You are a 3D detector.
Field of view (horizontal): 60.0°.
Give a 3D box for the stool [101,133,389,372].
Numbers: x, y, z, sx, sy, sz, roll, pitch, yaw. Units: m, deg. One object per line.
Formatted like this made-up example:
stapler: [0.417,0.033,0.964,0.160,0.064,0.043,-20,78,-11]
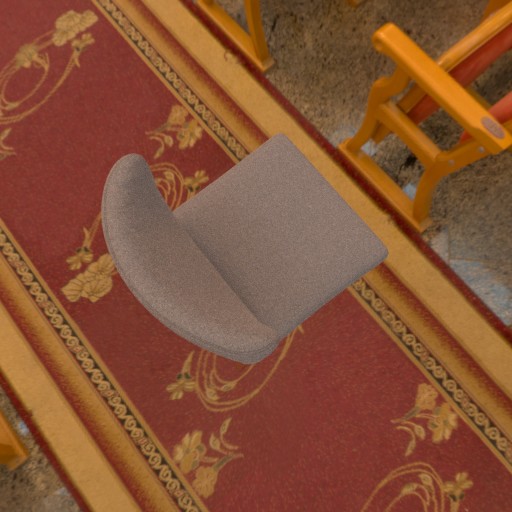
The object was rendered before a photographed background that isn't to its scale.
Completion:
stool: [0.000,0.000,1.277,0.568,0.968,0.481,-38,79,-9]
